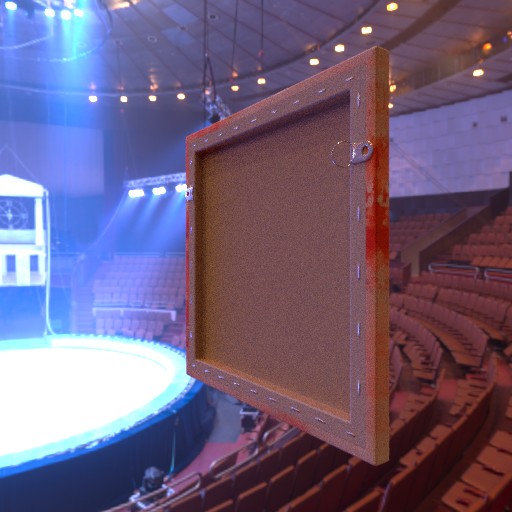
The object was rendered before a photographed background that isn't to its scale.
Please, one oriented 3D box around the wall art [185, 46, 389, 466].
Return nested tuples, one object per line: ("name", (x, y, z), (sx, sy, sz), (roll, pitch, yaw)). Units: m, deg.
("wall art", (0.000, 0.000, 1.089), (0.064, 0.746, 0.747), (0, 0, -35))
